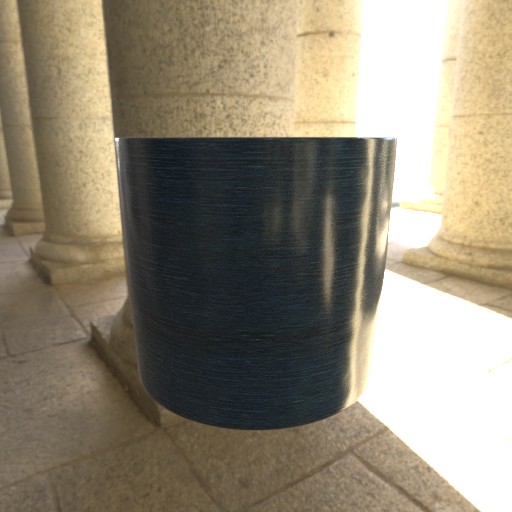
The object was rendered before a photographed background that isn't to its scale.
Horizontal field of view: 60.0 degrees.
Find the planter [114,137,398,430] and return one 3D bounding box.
[{"bbox_3d":[0.000,0.000,0.388,0.221,0.201,0.221,0,15,0],"label":"planter"}]
